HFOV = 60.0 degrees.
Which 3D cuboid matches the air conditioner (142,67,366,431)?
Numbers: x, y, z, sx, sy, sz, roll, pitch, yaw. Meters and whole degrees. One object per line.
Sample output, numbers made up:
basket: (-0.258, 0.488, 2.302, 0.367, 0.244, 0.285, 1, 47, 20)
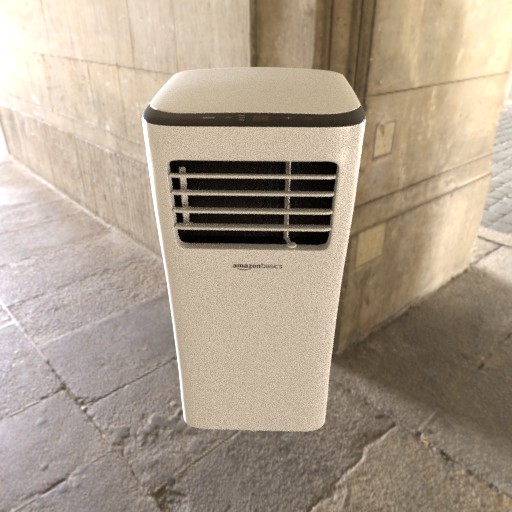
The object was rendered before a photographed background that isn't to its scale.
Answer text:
air conditioner: (0.000, 0.000, 0.948, 0.352, 0.716, 0.369, 1, 28, 2)
